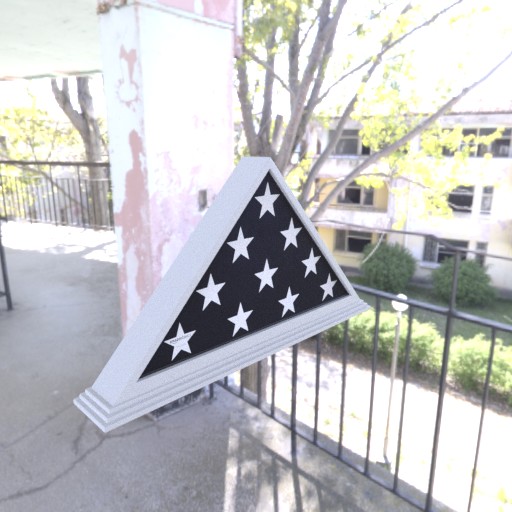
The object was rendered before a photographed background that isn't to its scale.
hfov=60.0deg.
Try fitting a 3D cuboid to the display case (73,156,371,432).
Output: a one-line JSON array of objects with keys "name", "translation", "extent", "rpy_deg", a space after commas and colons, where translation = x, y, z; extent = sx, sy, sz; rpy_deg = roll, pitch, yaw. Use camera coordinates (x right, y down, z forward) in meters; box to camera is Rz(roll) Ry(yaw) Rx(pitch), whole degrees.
[{"name": "display case", "translation": [0.000, 0.000, 0.779], "extent": [0.640, 0.340, 0.095], "rpy_deg": [-13, 19, -43]}]
